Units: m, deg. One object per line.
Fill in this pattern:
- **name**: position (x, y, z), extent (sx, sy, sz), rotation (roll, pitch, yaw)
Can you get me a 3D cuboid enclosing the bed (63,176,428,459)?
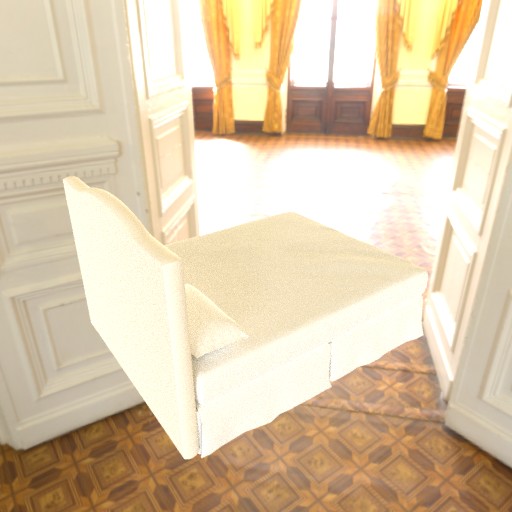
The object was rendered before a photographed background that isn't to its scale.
- **bed**: position (0.000, 0.000, 3.519), extent (2.282, 1.436, 1.821), rotation (-18, 32, -32)
